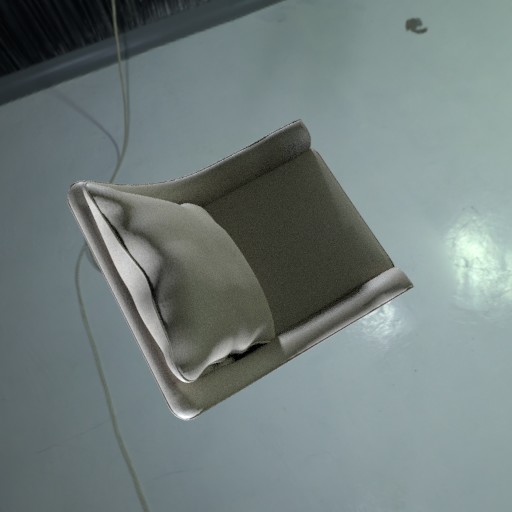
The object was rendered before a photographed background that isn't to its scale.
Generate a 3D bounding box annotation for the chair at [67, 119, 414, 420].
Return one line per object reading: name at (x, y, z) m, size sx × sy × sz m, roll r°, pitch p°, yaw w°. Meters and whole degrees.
chair at (0.000, 0.000, 1.589) m, size 0.876 × 0.942 × 0.760 m, roll -29°, pitch 76°, yaw -8°
